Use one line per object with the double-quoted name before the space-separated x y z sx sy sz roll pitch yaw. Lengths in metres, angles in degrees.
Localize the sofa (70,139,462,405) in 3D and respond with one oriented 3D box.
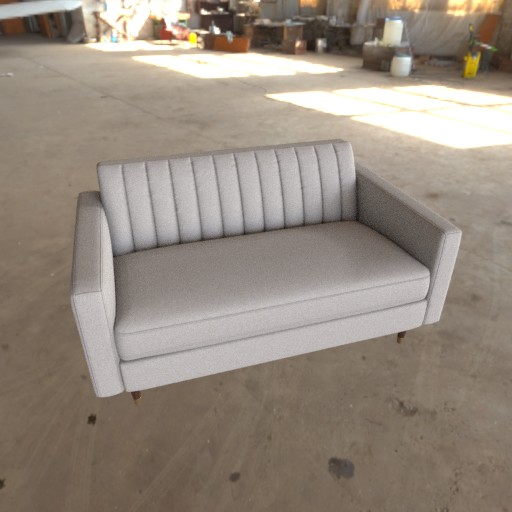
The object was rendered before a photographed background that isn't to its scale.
"sofa" 0.000 0.000 2.165 1.585 0.801 0.950 -9 32 -15
